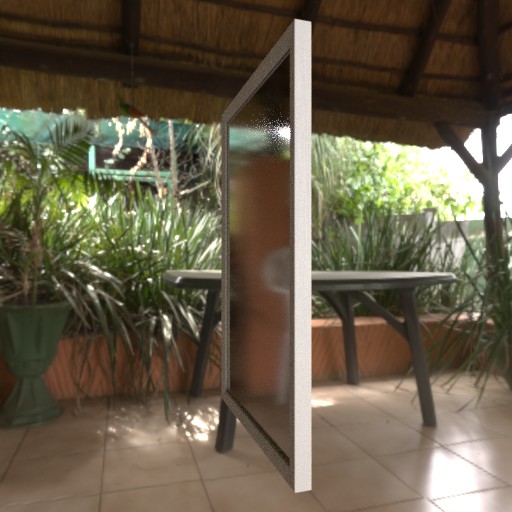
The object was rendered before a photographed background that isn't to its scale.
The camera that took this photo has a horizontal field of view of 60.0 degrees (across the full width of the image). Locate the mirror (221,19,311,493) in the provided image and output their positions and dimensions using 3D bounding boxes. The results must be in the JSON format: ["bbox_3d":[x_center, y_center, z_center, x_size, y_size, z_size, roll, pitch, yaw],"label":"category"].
[{"bbox_3d":[0.000,0.000,1.151,0.040,0.915,0.609,0,0,-18],"label":"mirror"}]
